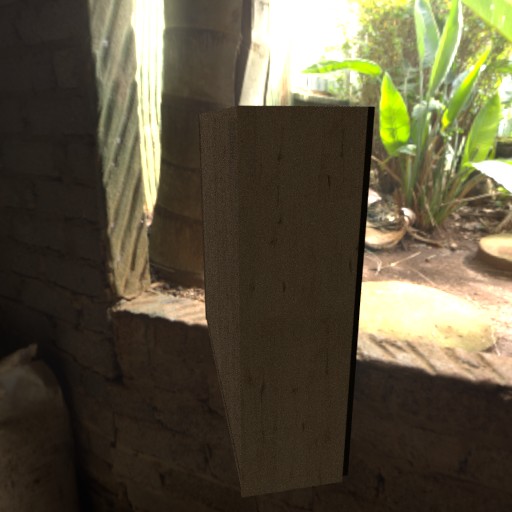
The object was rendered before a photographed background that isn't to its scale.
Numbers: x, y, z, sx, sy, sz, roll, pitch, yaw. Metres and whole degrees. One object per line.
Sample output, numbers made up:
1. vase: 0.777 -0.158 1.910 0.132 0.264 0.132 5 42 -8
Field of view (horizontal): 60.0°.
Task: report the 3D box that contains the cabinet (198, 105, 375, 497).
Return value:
1. cabinet: 0.000 0.000 3.519 0.660 2.180 2.500 -3 17 -11
